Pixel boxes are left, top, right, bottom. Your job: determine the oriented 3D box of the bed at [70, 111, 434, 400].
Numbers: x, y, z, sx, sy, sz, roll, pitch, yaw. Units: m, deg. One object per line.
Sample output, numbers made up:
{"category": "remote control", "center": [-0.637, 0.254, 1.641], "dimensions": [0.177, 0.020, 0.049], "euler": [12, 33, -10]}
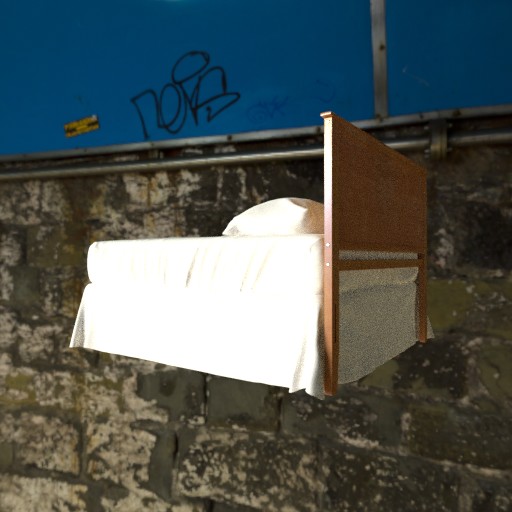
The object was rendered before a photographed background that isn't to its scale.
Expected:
{"category": "bed", "center": [0.000, 0.000, 3.211], "dimensions": [2.035, 1.273, 1.870], "euler": [0, 0, 35]}
